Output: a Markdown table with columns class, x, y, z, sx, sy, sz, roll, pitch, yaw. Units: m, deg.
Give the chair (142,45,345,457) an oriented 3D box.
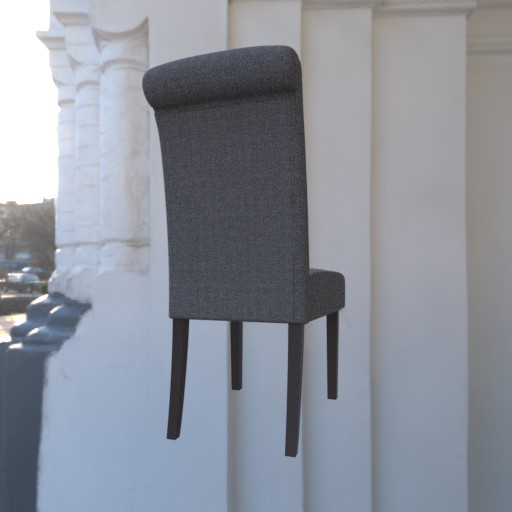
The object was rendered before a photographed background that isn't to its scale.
| class | x | y | z | sx | sy | sz | roll | pitch | yaw |
| --- | --- | --- | --- | --- | --- | --- | --- | --- | --- |
| chair | 0.000 | 0.000 | 1.375 | 0.456 | 1.006 | 0.671 | -1 | -2 | 19 |
